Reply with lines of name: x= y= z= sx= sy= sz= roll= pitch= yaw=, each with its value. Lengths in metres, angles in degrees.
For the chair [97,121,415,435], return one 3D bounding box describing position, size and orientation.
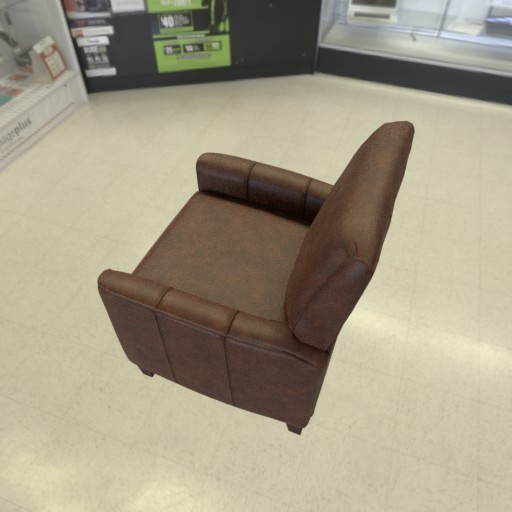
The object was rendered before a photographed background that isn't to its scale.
chair: x=0.000 y=0.000 z=1.640 sx=0.850 sy=1.010 sz=0.839 roll=16 pitch=49 yaw=15
